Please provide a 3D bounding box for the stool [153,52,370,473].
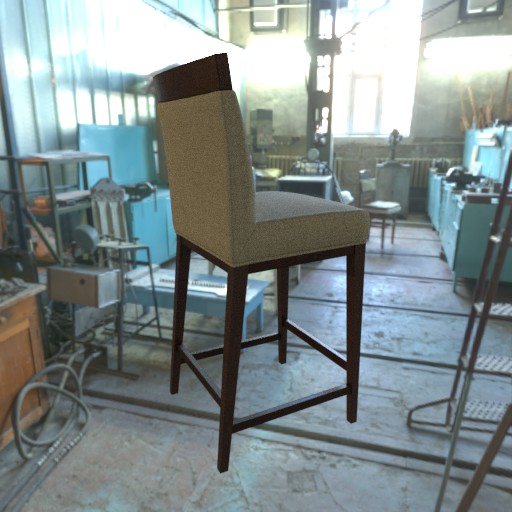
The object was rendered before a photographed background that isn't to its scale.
[{"bbox_3d":[0.000,0.000,1.301,0.480,1.011,0.463,-8,18,-27],"label":"stool"}]
